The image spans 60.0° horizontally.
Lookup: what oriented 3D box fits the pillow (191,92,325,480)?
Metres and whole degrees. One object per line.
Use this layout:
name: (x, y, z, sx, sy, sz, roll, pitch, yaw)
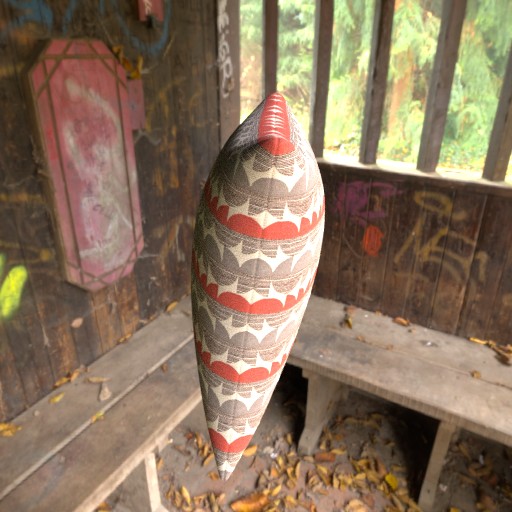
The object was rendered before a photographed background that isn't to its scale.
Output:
pillow: (0.000, 0.000, 0.638, 0.180, 0.410, 0.420, 1, 25, 2)
